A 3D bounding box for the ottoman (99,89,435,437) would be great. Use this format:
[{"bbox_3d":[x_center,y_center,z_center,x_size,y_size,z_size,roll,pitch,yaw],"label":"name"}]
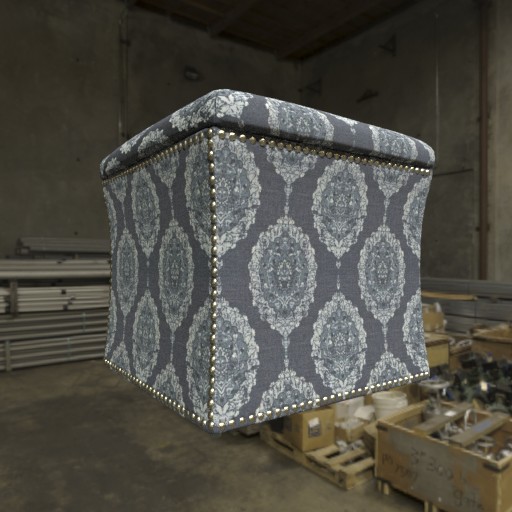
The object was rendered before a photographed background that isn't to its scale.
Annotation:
[{"bbox_3d":[0.000,0.000,0.882,0.497,0.475,0.507,0,0,-35],"label":"ottoman"}]
